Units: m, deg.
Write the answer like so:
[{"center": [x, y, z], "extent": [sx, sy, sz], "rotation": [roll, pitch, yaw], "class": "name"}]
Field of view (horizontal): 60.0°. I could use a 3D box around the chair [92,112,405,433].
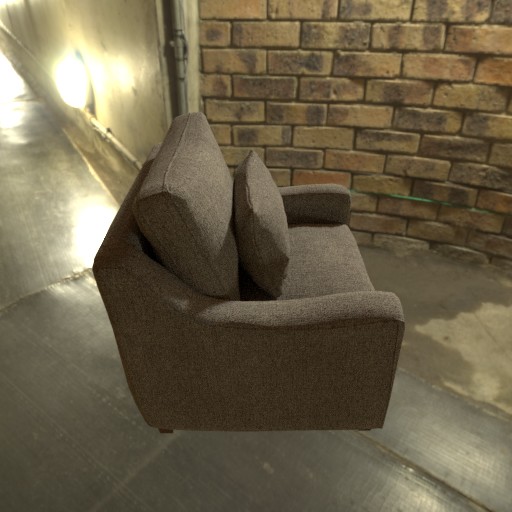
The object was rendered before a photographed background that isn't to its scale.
[{"center": [0.000, 0.000, 1.950], "extent": [1.009, 1.037, 1.138], "rotation": [0, 33, -1], "class": "chair"}]
